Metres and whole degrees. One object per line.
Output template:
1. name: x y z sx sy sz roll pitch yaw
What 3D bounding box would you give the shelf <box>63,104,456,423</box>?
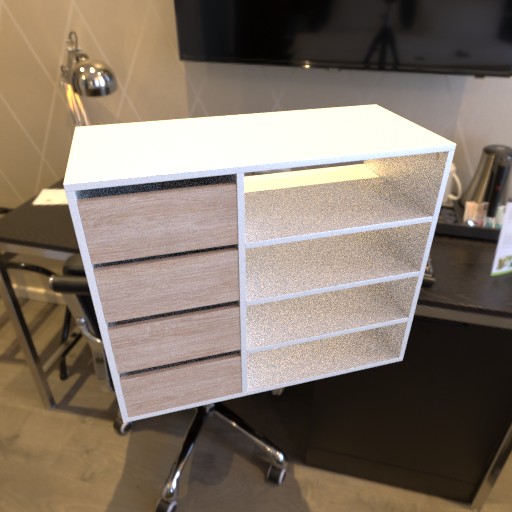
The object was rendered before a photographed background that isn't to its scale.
1. shelf: 0.000 0.000 1.327 0.895 0.732 0.396 -9 34 -13
